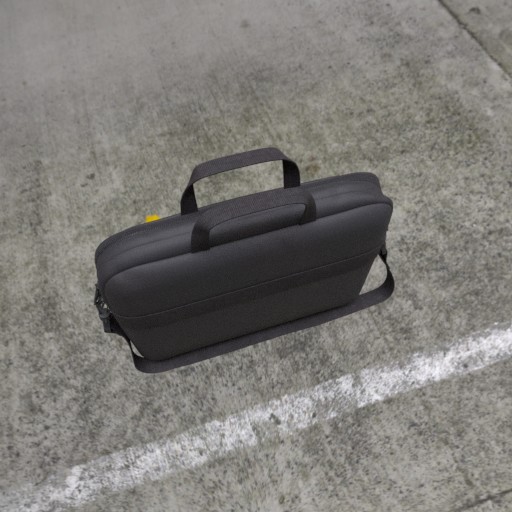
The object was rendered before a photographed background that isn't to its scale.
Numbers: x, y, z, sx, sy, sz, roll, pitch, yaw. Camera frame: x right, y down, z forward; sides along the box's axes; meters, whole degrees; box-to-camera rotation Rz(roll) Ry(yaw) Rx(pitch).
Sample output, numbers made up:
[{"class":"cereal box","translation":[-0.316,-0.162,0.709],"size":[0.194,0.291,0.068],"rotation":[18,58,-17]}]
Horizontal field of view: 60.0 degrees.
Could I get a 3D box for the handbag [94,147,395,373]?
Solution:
[{"class":"handbag","translation":[0.000,0.000,0.435],"size":[0.320,0.244,0.089],"rotation":[-15,60,-9]}]
